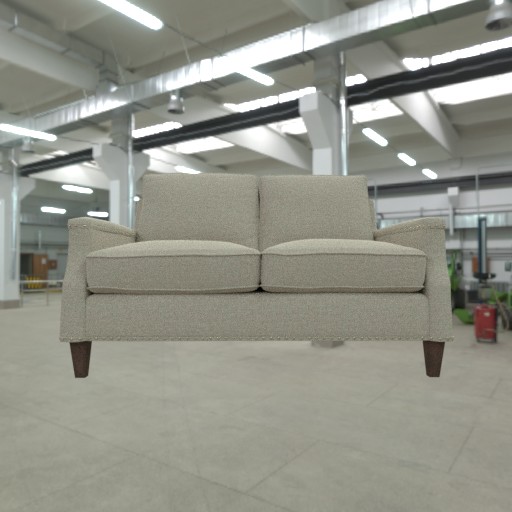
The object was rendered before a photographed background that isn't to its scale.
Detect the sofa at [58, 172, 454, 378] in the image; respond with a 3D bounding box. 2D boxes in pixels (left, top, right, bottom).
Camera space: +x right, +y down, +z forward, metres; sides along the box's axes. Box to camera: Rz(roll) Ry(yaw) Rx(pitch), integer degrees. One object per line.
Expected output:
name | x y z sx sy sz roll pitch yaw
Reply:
sofa | 0.000 0.000 2.297 1.597 1.003 1.084 0 -1 0
